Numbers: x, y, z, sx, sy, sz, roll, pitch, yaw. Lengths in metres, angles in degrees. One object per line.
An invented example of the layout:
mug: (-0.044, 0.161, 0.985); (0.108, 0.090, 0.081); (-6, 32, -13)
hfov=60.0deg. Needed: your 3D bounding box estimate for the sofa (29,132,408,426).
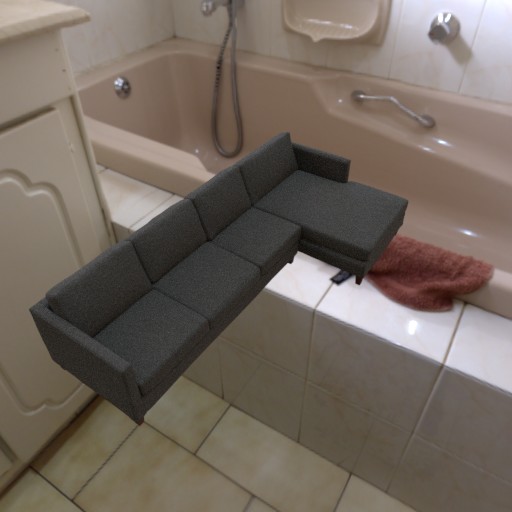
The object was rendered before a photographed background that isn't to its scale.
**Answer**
sofa: (0.000, 0.000, 3.835); (1.625, 0.846, 3.186); (24, 46, 25)
